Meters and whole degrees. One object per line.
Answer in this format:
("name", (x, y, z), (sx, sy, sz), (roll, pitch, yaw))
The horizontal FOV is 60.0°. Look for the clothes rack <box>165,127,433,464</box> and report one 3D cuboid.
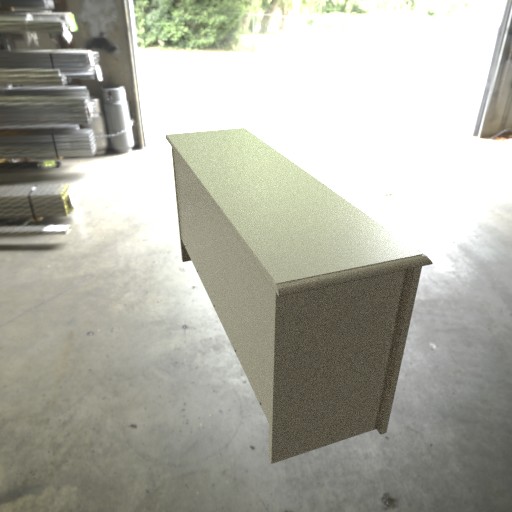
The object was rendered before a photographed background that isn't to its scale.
("clothes rack", (0.000, 0.000, 1.396), (0.324, 0.531, 1.120), (-10, 31, -17))
